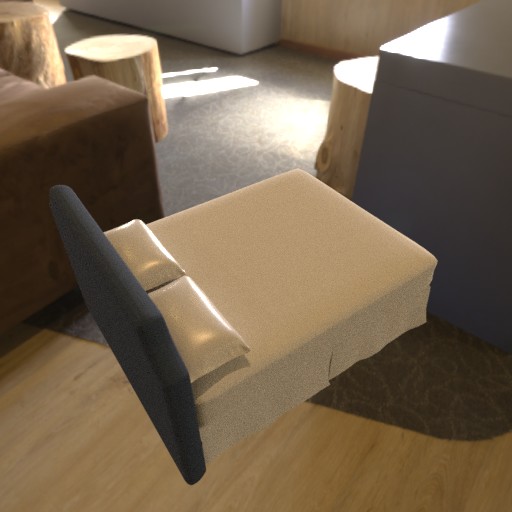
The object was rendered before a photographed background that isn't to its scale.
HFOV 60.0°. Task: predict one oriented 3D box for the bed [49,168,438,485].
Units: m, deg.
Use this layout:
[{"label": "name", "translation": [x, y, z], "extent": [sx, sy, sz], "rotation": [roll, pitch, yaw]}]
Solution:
[{"label": "bed", "translation": [0.000, 0.000, 3.277], "extent": [2.260, 1.297, 1.831], "rotation": [-25, 47, -26]}]
